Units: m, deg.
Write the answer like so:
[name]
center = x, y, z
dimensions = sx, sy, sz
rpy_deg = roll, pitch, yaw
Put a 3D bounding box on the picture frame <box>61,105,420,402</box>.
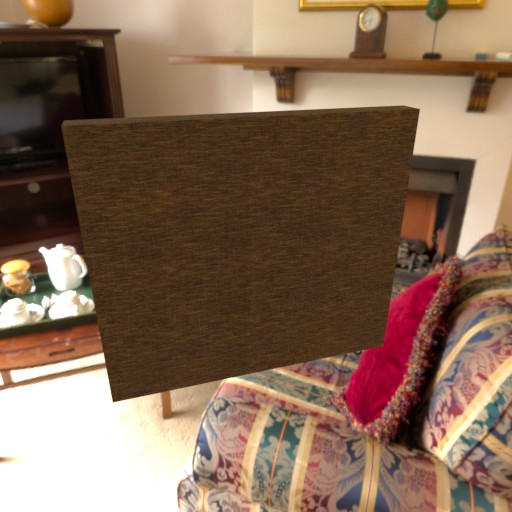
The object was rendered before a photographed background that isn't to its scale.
[picture frame]
center = 0.000, 0.000, 0.537
dimensions = 0.378, 0.330, 0.033
rpy_deg = -8, 27, -16
